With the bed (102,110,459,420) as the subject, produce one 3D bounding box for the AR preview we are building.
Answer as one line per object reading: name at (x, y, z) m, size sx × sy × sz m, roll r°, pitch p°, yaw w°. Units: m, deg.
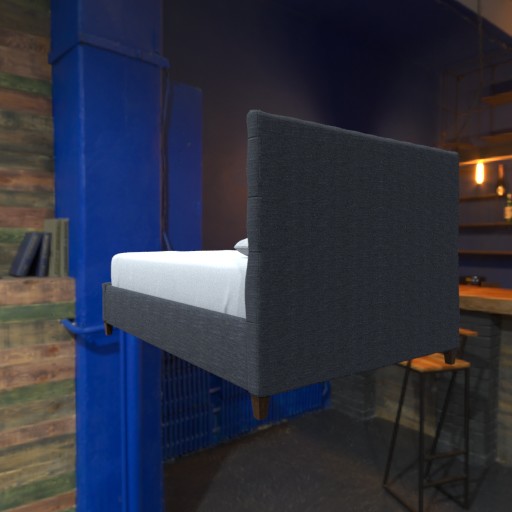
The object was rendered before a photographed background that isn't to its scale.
bed at (0.000, 0.000, 3.442) m, size 1.698 × 1.427 × 2.387 m, roll -1°, pitch 2°, yaw -36°
